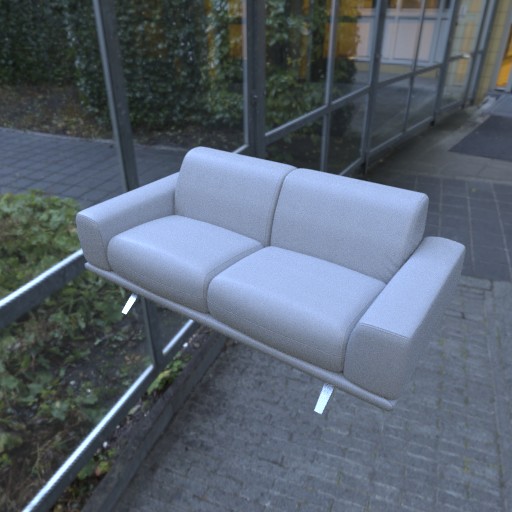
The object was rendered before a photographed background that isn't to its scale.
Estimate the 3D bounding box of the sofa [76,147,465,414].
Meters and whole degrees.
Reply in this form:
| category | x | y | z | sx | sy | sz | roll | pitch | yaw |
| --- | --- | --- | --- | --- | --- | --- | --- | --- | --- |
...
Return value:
| category | x | y | z | sx | sy | sz | roll | pitch | yaw |
| --- | --- | --- | --- | --- | --- | --- | --- | --- | --- |
| sofa | 0.000 | 0.000 | 2.378 | 1.901 | 0.772 | 0.900 | 19 | 35 | 29 |
